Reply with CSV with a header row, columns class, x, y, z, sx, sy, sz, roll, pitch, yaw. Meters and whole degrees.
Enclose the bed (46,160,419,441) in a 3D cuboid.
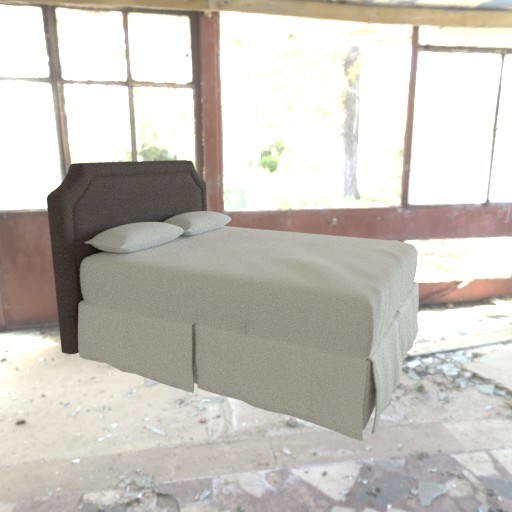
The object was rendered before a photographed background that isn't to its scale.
class,x,y,z,sx,sy,sz,roll,pitch,yaw
bed,0.000,0.000,3.124,2.116,1.290,1.693,7,15,26
